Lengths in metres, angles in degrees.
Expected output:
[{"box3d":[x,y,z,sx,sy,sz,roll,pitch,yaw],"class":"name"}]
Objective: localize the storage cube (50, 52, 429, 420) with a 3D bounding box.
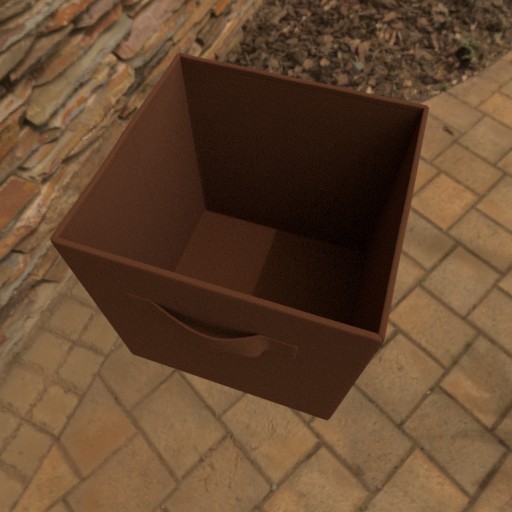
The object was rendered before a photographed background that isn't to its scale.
[{"box3d":[0.000,0.000,0.502,0.270,0.280,0.270,16,60,9],"class":"storage cube"}]
